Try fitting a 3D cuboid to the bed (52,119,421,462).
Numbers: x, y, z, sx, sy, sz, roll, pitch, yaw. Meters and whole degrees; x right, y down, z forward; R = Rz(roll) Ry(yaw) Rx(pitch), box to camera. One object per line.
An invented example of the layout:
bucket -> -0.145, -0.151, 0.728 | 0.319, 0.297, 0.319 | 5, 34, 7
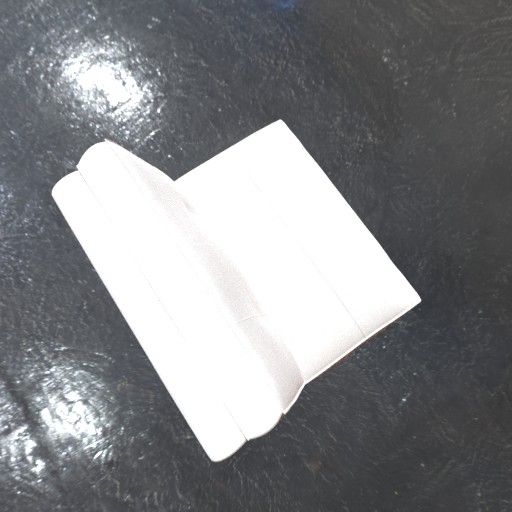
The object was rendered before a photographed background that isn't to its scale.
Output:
bed -> 0.000, 0.000, 1.317 | 0.749, 0.614, 0.799 | -33, 78, -8
